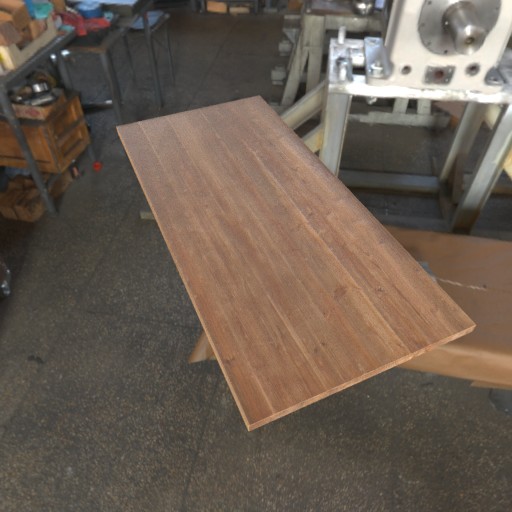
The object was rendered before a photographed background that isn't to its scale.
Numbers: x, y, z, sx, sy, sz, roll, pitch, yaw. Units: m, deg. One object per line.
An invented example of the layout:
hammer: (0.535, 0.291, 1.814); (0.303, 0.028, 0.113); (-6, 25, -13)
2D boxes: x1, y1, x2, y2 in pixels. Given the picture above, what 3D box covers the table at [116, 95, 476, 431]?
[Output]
table: (0.000, 0.000, 2.465); (0.952, 0.760, 2.003); (-18, 49, -16)
